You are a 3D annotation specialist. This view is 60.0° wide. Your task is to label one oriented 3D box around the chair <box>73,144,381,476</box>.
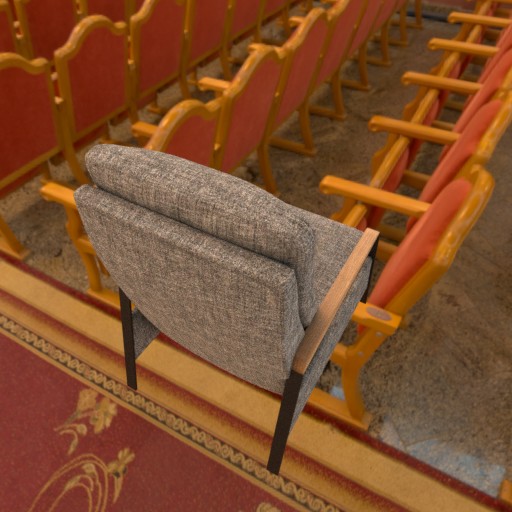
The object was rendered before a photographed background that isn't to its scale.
[{"bbox_3d":[0.000,0.000,1.522,0.671,1.042,0.868,22,50,20],"label":"chair"}]
